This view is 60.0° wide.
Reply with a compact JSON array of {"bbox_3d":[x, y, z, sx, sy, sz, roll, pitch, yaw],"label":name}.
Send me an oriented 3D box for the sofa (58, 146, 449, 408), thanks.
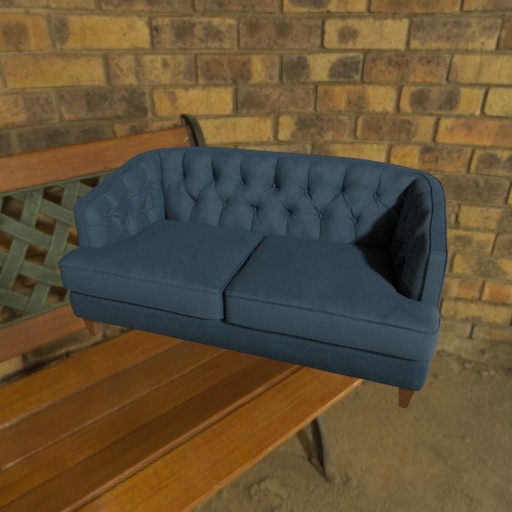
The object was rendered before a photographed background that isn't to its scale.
[{"bbox_3d":[0.000,0.000,2.251,1.733,0.854,0.941,9,28,16],"label":"sofa"}]
